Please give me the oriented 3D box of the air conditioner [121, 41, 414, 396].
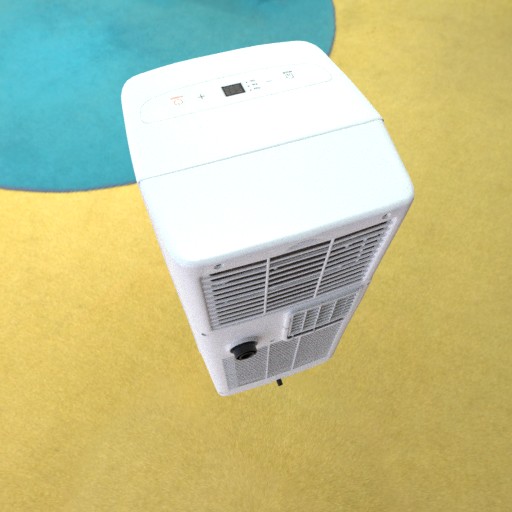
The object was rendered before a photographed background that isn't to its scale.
[{"bbox_3d":[0.000,0.000,0.789,0.304,0.606,0.349,-17,60,-10],"label":"air conditioner"}]
